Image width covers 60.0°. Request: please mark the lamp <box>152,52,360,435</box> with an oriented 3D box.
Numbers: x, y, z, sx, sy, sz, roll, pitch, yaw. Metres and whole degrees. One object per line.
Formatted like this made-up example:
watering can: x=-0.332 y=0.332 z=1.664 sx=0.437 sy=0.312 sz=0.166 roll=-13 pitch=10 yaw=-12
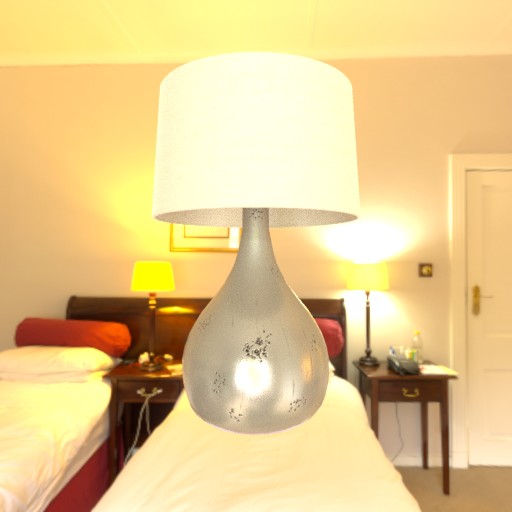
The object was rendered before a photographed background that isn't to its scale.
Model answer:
lamp: x=0.000 y=0.000 z=0.719 sx=0.330 sy=0.521 sz=0.330 roll=0 pitch=-1 yaw=0
